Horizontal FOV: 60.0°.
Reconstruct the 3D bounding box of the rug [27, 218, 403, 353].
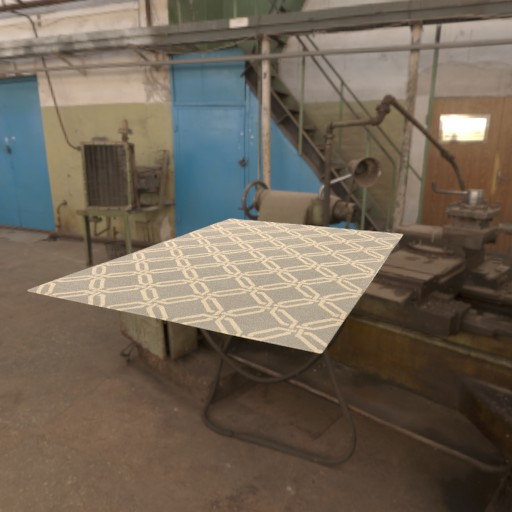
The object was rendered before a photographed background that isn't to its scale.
[{"bbox_3d":[0.000,0.000,2.811,1.522,0.013,2.133,7,17,24],"label":"rug"}]
